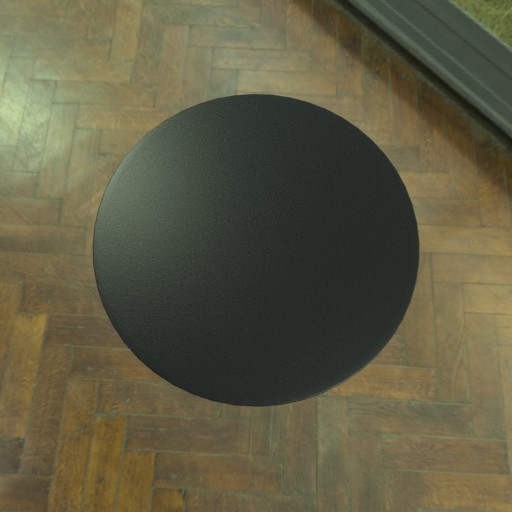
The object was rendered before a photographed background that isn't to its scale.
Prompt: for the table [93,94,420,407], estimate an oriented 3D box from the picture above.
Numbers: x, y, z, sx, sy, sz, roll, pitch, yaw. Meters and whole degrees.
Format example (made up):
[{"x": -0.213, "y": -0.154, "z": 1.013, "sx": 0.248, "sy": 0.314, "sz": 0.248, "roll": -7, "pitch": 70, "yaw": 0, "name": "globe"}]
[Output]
[{"x": 0.000, "y": 0.000, "z": 1.626, "sx": 1.029, "sy": 0.491, "sz": 1.029, "roll": 0, "pitch": 74, "yaw": 0, "name": "table"}]
